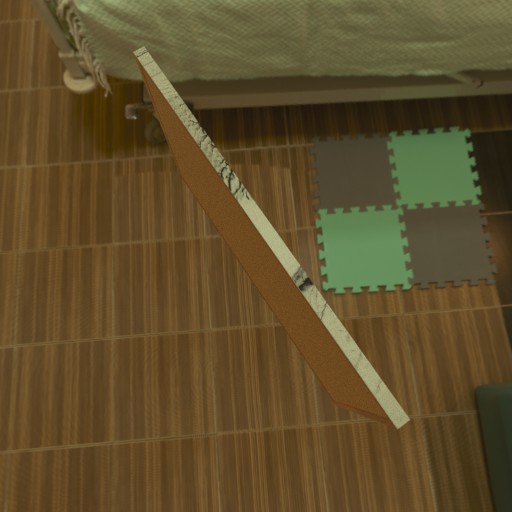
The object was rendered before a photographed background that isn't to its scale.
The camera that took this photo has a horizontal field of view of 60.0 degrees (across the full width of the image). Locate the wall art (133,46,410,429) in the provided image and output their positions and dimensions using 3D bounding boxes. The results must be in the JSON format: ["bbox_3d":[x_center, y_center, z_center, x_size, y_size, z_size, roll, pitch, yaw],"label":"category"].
[{"bbox_3d":[0.000,0.000,1.436,0.035,0.758,1.141,-33,77,-8],"label":"wall art"}]
